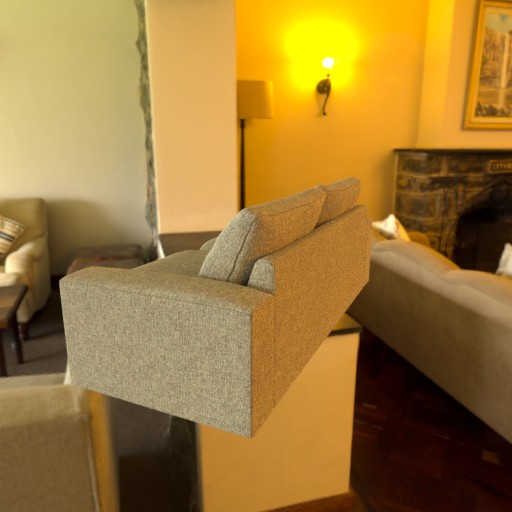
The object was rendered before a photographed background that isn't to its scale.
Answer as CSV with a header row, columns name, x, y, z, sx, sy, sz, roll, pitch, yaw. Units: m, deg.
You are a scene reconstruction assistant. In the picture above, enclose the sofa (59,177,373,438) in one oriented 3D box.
name,x,y,z,sx,sy,sz,roll,pitch,yaw
sofa,0.000,0.000,2.852,1.040,0.922,2.299,7,16,24
